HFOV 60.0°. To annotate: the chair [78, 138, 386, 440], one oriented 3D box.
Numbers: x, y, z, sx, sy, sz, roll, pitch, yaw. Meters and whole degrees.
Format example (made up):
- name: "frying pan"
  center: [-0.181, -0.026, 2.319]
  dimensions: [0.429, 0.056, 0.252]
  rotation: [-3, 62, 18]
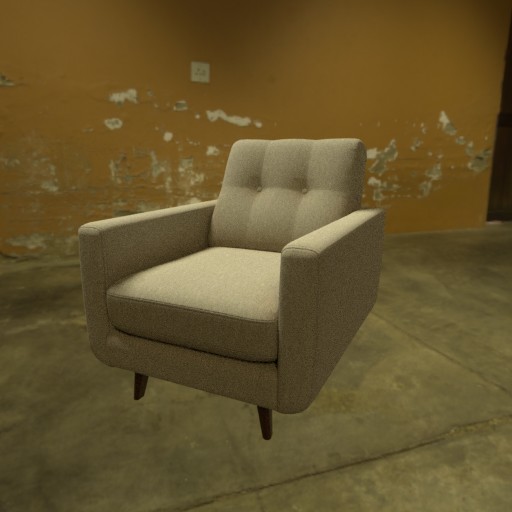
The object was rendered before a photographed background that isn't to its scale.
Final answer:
- name: "chair"
  center: [0.000, 0.000, 1.858]
  dimensions: [0.897, 0.965, 1.128]
  rotation: [6, 15, 25]
